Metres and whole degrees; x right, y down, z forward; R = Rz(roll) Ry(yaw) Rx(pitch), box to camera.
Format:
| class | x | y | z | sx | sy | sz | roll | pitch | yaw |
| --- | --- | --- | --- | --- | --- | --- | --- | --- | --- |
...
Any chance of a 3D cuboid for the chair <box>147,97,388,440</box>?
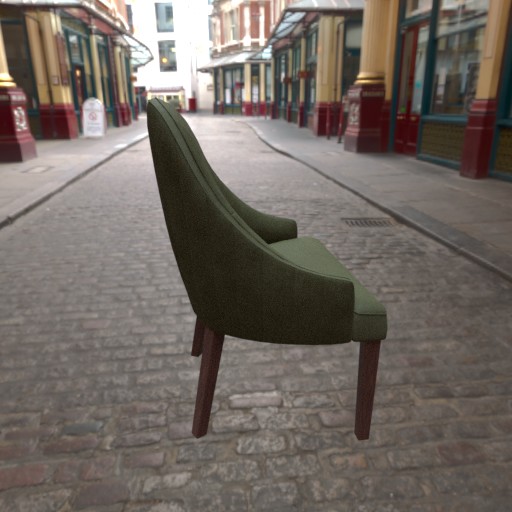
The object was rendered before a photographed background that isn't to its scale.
| class | x | y | z | sx | sy | sz | roll | pitch | yaw |
| --- | --- | --- | --- | --- | --- | --- | --- | --- | --- |
| chair | 0.000 | 0.000 | 1.321 | 0.575 | 0.889 | 0.643 | -3 | 19 | -8 |
